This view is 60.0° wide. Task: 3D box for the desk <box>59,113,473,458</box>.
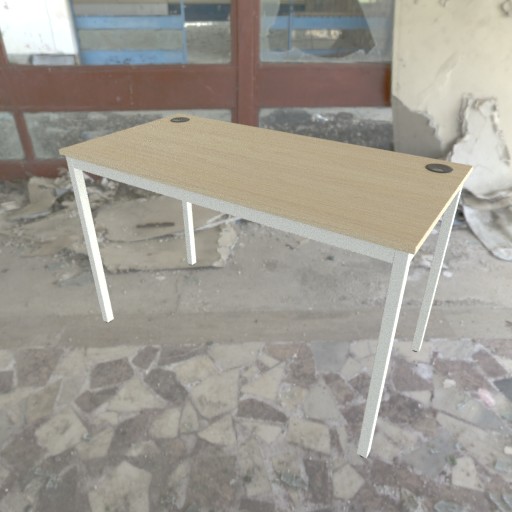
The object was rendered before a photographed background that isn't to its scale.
[{"bbox_3d":[0.000,0.000,1.620,1.200,0.750,0.600,19,36,28],"label":"desk"}]
